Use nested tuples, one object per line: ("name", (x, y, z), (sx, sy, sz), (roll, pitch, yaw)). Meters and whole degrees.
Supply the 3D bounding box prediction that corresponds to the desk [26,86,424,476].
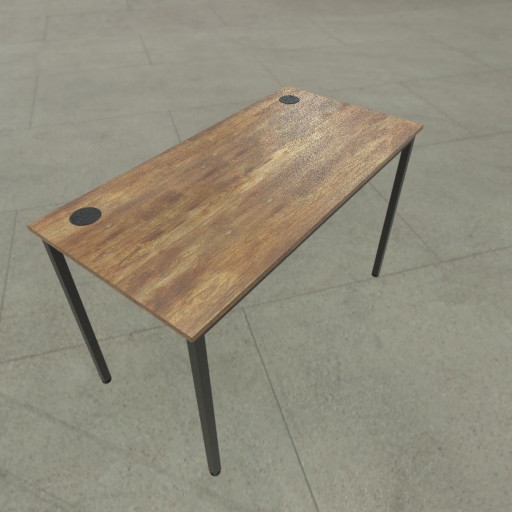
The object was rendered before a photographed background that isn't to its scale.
("desk", (0.000, 0.000, 1.629), (0.600, 0.749, 1.200), (27, 49, 27))
